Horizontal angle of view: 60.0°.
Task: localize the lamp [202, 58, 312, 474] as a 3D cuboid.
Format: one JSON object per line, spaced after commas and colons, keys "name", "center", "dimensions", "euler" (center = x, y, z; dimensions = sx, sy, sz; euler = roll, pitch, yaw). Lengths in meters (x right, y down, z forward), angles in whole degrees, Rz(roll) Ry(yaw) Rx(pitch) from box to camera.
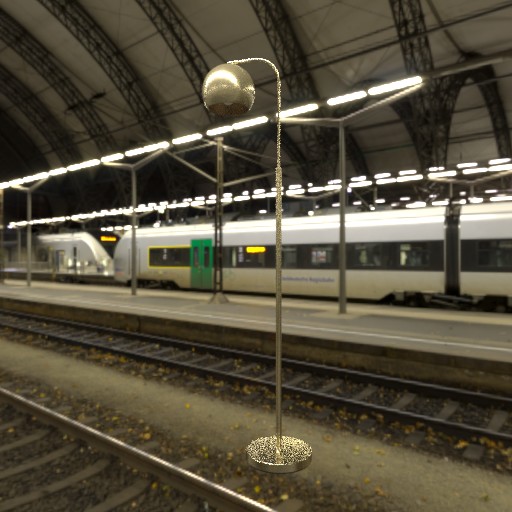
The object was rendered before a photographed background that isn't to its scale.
{"name": "lamp", "center": [0.000, 0.000, 1.702], "dimensions": [0.431, 1.526, 0.250], "euler": [0, 0, 18]}
